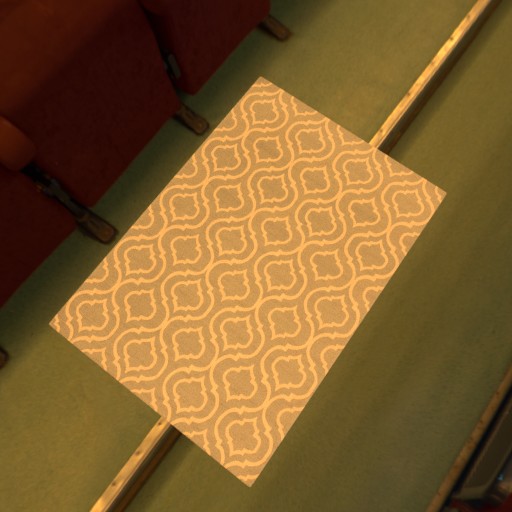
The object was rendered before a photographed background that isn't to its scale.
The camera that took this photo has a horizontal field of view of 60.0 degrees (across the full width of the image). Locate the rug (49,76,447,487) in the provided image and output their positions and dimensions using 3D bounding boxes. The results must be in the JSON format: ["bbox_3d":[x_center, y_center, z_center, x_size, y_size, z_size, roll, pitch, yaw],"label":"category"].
[{"bbox_3d":[0.000,0.000,2.671,1.451,0.010,2.080,35,77,9],"label":"rug"}]
